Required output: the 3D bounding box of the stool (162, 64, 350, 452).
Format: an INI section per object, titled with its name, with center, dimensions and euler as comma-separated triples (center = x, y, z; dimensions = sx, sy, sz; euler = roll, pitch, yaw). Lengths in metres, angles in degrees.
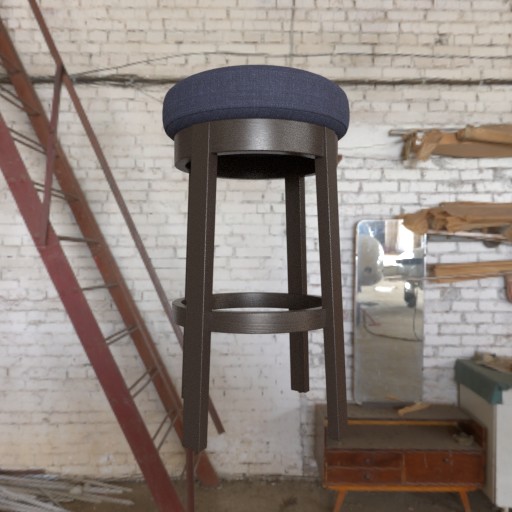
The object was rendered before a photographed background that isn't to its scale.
[stool]
center = 0.000, 0.000, 1.040
dimensions = 0.446, 0.758, 0.446
euler = 0, 1, 0
